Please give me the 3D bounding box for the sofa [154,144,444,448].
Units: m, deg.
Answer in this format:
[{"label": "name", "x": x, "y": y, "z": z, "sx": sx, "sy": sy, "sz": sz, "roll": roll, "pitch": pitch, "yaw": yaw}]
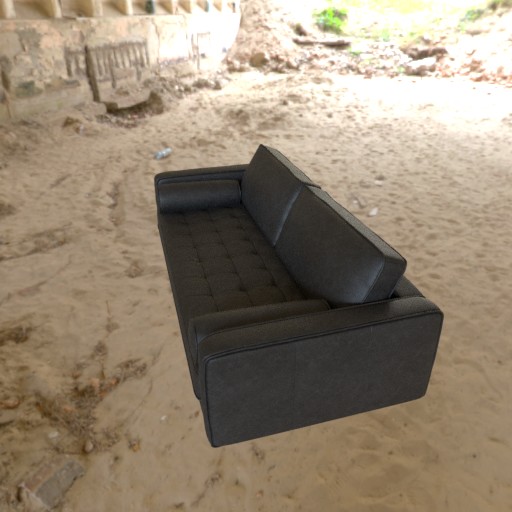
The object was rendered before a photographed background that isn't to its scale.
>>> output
[{"label": "sofa", "x": 0.000, "y": 0.000, "z": 2.351, "sx": 0.921, "sy": 0.770, "sz": 1.879, "roll": -8, "pitch": 30, "yaw": -14}]
